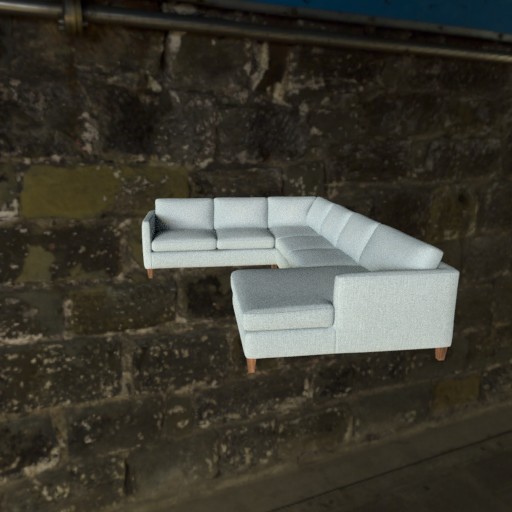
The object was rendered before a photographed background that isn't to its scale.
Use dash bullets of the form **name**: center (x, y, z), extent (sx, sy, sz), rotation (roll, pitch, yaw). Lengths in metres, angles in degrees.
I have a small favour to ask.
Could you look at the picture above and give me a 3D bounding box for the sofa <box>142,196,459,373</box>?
- **sofa**: center (0.000, 0.000, 4.671), extent (2.551, 0.889, 3.403), rotation (-2, 14, -7)
